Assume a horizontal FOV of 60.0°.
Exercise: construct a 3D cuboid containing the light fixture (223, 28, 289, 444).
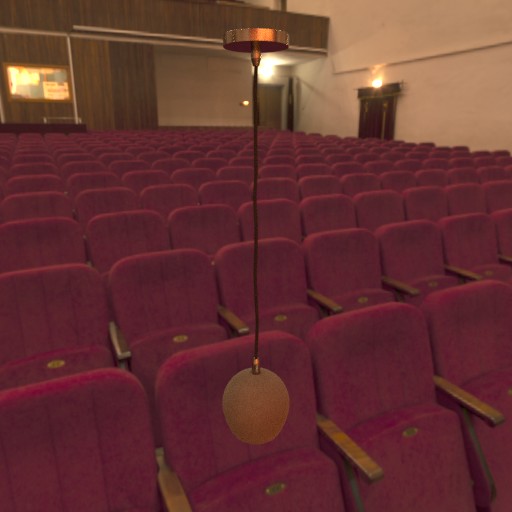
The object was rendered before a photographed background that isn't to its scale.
[{"bbox_3d":[0.000,0.000,0.842,0.139,0.764,0.139,-7,17,-25],"label":"light fixture"}]
